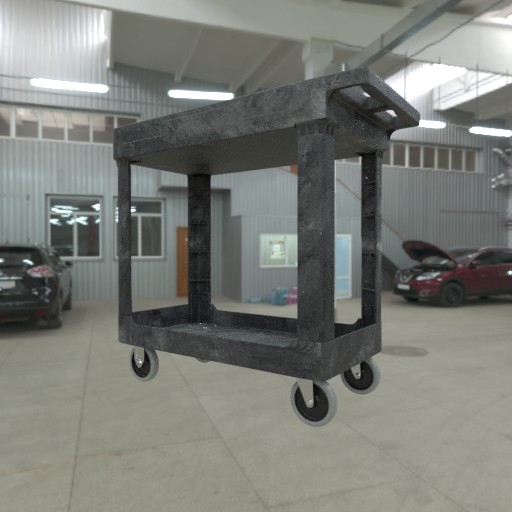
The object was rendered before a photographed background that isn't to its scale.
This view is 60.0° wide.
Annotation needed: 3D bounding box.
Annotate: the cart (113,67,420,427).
[{"bbox_3d":[0.000,0.000,1.366,0.877,0.824,0.420,1,1,36],"label":"cart"}]
